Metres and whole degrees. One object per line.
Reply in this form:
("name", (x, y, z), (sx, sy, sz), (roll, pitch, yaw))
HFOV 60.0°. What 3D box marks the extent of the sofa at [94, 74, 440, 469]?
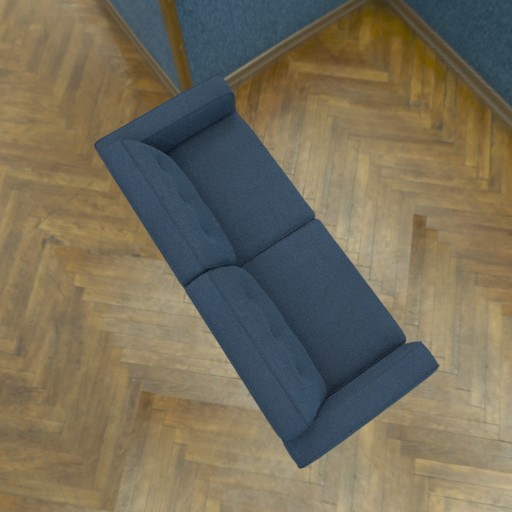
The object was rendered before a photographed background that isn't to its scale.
("sofa", (0.000, 0.000, 2.743), (0.953, 0.782, 2.270), (-33, 77, -8))
